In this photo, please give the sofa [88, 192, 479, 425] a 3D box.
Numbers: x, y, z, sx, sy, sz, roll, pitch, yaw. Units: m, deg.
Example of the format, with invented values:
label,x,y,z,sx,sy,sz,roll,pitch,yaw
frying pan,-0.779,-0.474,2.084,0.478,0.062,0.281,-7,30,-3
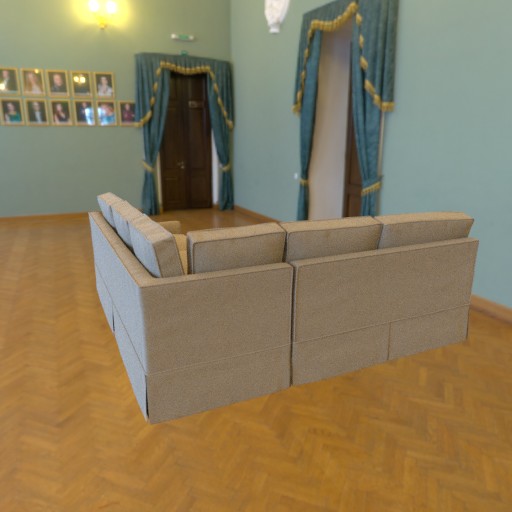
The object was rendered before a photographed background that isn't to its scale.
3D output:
label,x,y,z,sx,sy,sz,roll,pitch,yaw
sofa,0.000,0.000,4.227,2.730,1.124,2.733,-7,17,-24
